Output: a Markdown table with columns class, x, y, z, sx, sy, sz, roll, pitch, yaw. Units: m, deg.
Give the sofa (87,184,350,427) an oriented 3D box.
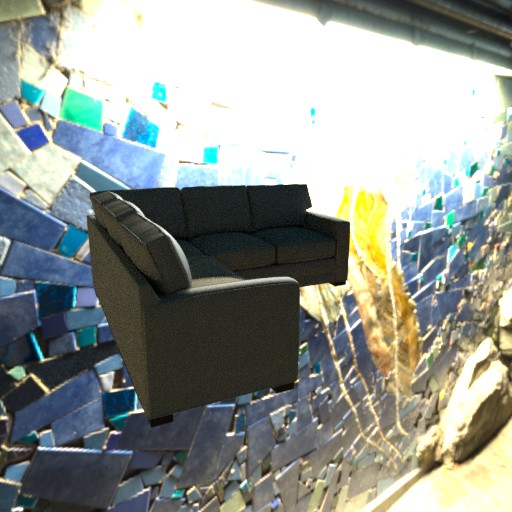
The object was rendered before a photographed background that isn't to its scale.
| class | x | y | z | sx | sy | sz | roll | pitch | yaw |
| --- | --- | --- | --- | --- | --- | --- | --- | --- | --- |
| sofa | 0.000 | 0.000 | 3.373 | 2.211 | 0.936 | 2.188 | -7 | 16 | -26 |
